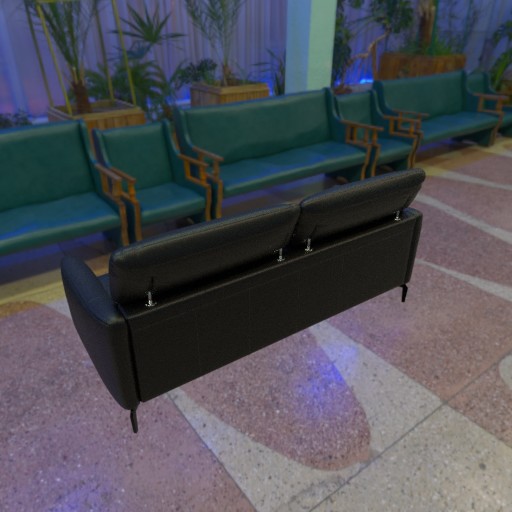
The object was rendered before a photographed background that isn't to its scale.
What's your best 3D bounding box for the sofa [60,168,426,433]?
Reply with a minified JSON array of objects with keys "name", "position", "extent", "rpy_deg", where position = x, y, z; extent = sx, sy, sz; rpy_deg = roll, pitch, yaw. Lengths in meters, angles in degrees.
[{"name":"sofa","position":[0.000,0.000,2.625],"extent":[2.069,0.957,0.856],"rpy_deg":[-18,34,-29]}]
